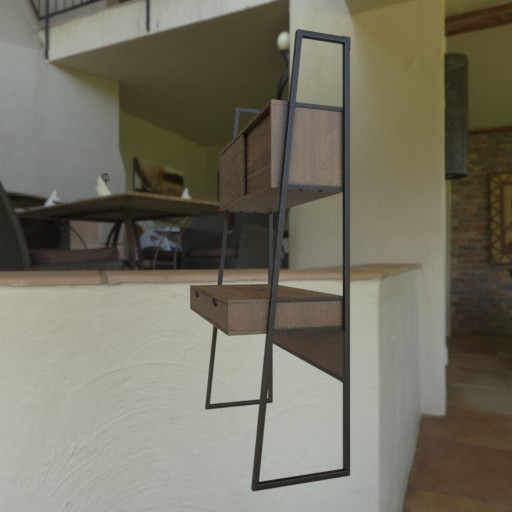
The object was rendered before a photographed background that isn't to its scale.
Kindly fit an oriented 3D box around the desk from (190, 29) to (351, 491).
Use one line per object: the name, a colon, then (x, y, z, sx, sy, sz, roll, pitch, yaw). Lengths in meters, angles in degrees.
desk: (0.000, 0.000, 2.217, 0.515, 1.809, 0.982, 0, 0, -17)
